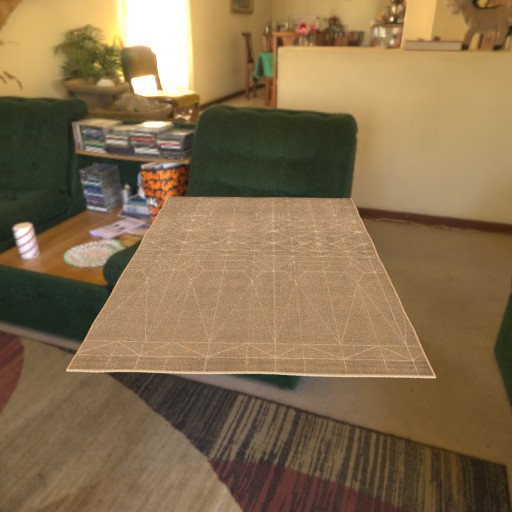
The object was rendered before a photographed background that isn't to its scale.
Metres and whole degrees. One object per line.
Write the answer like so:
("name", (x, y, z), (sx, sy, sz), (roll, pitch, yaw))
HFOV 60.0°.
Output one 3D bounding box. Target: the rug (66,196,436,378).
("rug", (0.000, 0.000, 4.397), (2.449, 0.019, 3.357), (1, 28, 1))
